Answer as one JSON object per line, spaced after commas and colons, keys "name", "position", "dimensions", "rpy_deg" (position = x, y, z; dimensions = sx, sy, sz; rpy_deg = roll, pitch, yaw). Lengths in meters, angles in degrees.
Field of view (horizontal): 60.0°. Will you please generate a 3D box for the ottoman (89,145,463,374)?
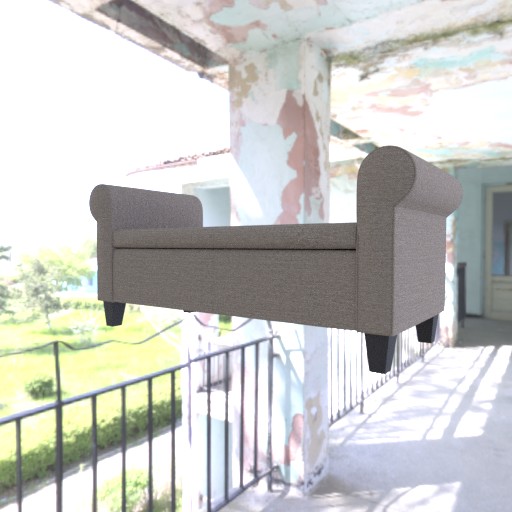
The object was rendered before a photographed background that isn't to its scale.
{"name": "ottoman", "position": [0.000, 0.000, 1.574], "dimensions": [1.256, 0.547, 0.521], "rpy_deg": [1, 2, 36]}
